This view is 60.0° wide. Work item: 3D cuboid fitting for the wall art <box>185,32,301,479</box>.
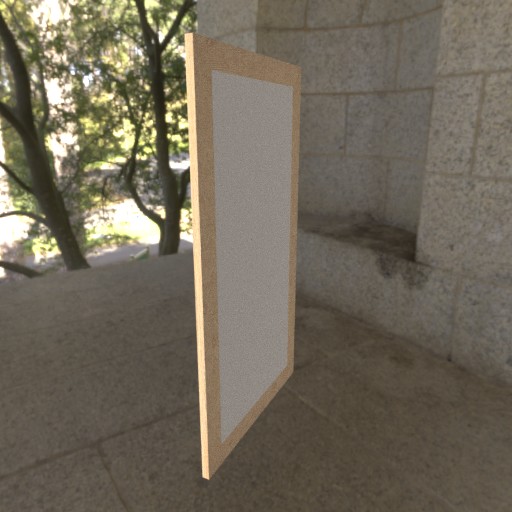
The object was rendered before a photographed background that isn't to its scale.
[{"bbox_3d":[0.000,0.000,0.816,0.013,0.683,0.381,8,18,25],"label":"wall art"}]
